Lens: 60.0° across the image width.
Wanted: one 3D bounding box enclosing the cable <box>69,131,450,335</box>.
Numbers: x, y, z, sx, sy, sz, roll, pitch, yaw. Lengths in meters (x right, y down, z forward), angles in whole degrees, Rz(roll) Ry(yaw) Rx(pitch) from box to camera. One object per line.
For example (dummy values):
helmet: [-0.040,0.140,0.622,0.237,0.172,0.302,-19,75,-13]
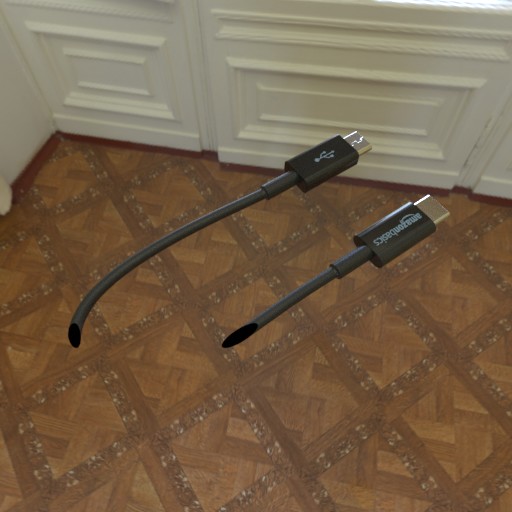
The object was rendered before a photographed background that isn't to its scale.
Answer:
cable: [0.000,0.000,0.111,0.098,0.006,0.040,-31,63,-17]
